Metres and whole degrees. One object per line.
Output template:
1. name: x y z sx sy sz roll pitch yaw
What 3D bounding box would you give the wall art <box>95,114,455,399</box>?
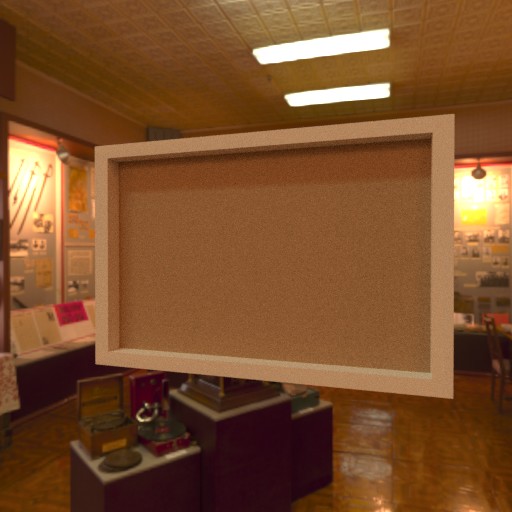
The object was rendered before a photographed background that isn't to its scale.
1. wall art: 0.000 0.000 0.472 0.384 0.254 0.039 0 1 19
